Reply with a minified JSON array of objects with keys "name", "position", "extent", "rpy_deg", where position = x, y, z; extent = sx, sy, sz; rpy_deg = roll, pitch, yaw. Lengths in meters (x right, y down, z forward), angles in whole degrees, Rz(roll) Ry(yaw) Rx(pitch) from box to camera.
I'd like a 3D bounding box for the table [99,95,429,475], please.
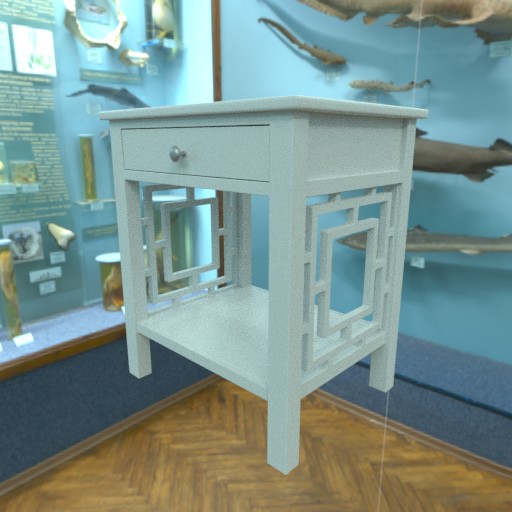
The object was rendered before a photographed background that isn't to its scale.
[{"name":"table","position":[0.000,0.000,1.033],"extent":[0.564,0.646,0.451],"rpy_deg":[14,20,42]}]
